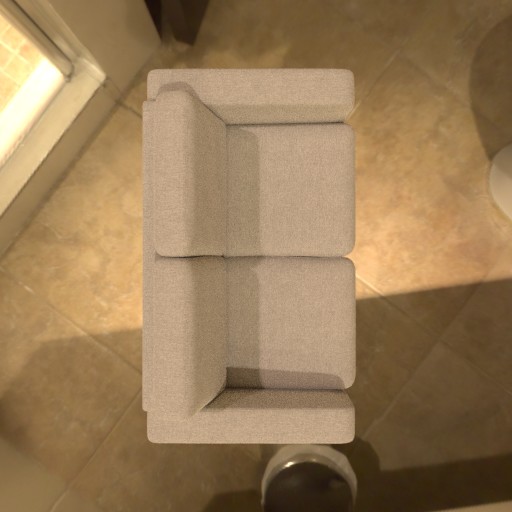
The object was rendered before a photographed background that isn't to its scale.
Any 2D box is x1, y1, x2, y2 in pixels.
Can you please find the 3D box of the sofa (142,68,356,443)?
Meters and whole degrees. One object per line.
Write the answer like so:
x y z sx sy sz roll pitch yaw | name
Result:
0.000 0.000 1.984 0.900 0.800 1.540 0 90 0 | sofa
